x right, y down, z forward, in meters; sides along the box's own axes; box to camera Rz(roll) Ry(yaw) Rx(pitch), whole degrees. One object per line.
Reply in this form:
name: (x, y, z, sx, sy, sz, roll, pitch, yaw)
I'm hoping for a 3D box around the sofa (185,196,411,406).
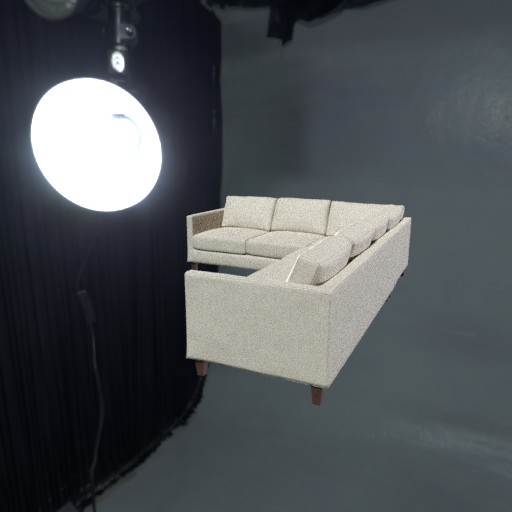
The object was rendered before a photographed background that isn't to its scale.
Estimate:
sofa: (0.000, 0.000, 4.247, 2.432, 0.863, 3.182, 6, 14, 26)
